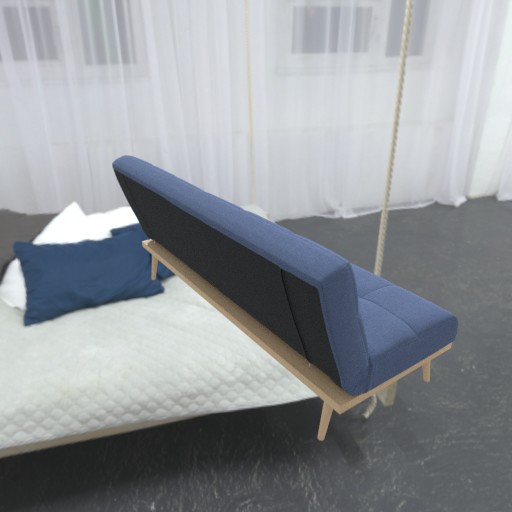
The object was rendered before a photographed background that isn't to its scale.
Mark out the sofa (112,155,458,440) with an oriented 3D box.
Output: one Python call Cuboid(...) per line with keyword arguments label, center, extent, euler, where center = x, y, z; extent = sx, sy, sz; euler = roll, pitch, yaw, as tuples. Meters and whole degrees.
Cuboid(label="sofa", center=(0.000, 0.000, 2.242), extent=(0.796, 0.800, 1.800), euler=(-17, 30, -31))
